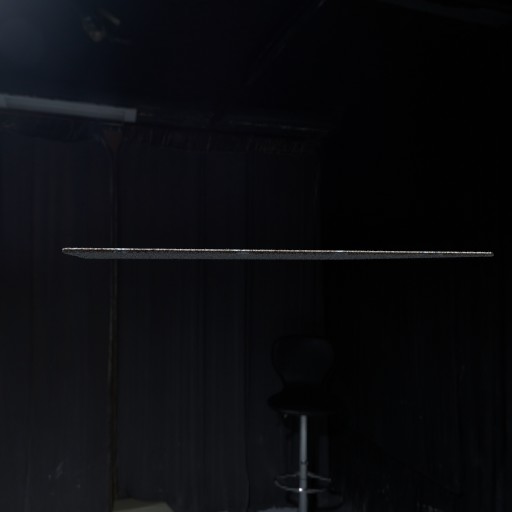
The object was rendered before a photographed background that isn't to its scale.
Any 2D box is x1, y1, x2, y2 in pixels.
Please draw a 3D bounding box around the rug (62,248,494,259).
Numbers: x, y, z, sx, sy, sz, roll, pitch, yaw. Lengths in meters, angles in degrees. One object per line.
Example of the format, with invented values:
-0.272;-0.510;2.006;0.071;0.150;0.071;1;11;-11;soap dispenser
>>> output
0.000;0.000;4.060;3.047;0.029;2.438;0;-1;-18;rug
